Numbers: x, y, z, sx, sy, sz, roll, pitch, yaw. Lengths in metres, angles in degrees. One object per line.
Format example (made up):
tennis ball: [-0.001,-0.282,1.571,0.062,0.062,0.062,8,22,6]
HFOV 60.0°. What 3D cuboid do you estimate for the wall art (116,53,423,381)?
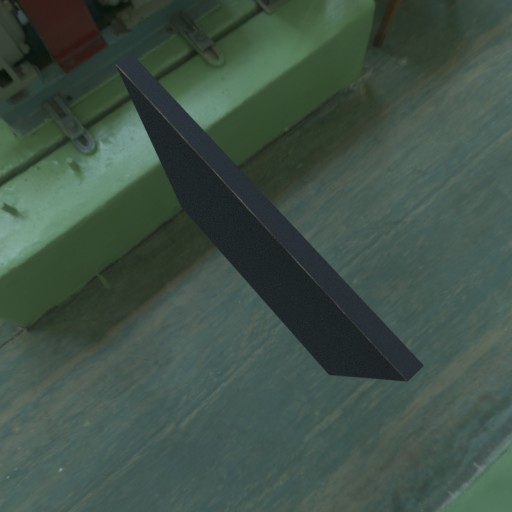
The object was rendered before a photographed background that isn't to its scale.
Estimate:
wall art: [0.000,0.000,1.134,0.038,0.762,0.762,-40,79,-9]
